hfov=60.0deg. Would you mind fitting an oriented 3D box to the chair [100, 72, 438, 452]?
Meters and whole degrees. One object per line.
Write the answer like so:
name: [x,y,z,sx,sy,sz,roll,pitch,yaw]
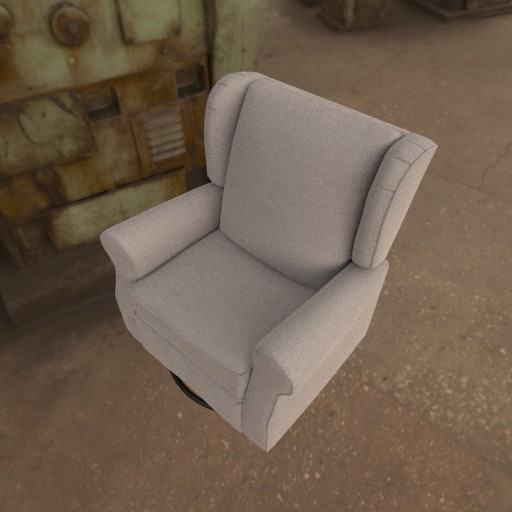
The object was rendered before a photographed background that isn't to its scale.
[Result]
chair: [0.000,0.000,1.658,0.906,0.966,0.854,32,55,27]
